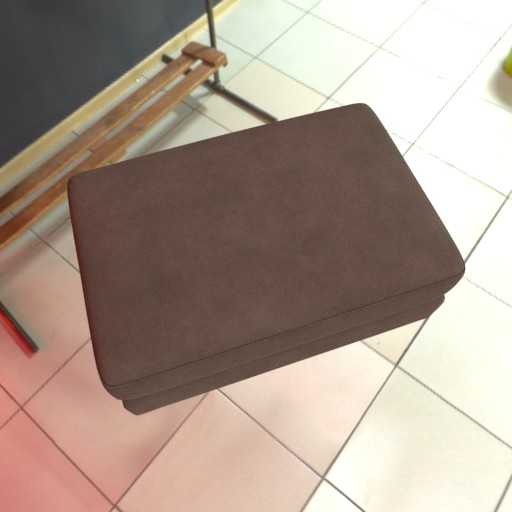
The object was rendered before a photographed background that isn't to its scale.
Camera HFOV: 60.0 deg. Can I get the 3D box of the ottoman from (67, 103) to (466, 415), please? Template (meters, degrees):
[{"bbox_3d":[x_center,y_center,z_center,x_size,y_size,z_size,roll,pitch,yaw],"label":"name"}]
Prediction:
[{"bbox_3d":[0.000,0.000,1.220,0.864,0.483,0.584,-17,64,-8],"label":"ottoman"}]
